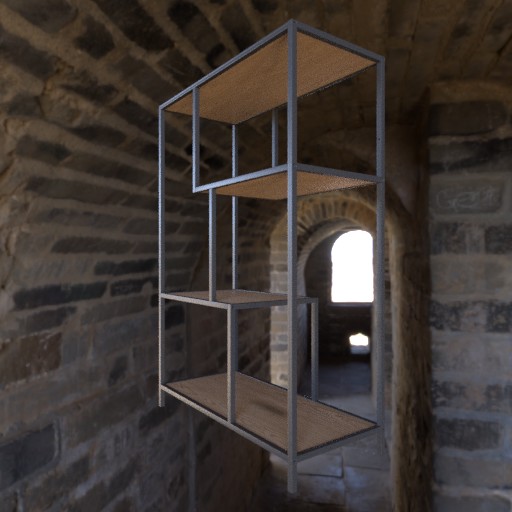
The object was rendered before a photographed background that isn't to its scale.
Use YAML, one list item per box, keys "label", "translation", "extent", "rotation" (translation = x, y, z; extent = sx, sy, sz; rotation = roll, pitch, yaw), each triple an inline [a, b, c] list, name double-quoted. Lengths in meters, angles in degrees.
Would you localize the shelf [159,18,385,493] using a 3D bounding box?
- label: "shelf"
  translation: [0.000, 0.000, 1.475]
  extent: [0.350, 1.138, 0.770]
  rotation: [0, 0, -36]
